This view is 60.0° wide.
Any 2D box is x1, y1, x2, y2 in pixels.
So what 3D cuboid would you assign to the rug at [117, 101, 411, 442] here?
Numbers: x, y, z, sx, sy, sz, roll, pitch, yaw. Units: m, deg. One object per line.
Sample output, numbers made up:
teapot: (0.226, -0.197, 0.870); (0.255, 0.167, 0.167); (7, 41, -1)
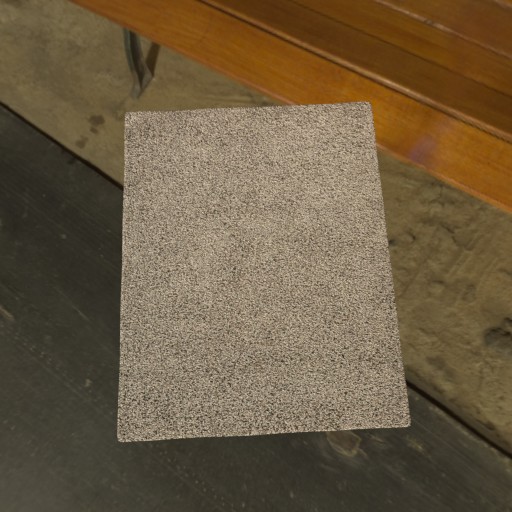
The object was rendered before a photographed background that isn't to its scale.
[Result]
rug: (0.000, 0.000, 4.034); (2.438, 0.029, 3.047); (-3, 76, -1)
